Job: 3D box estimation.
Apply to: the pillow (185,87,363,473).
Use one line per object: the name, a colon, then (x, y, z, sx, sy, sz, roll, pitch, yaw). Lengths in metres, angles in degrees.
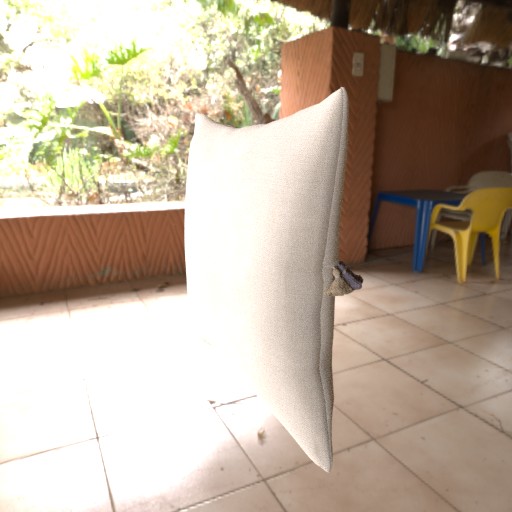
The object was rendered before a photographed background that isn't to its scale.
pillow: (0.000, 0.000, 0.743, 0.165, 0.481, 0.489, -7, 16, -26)
